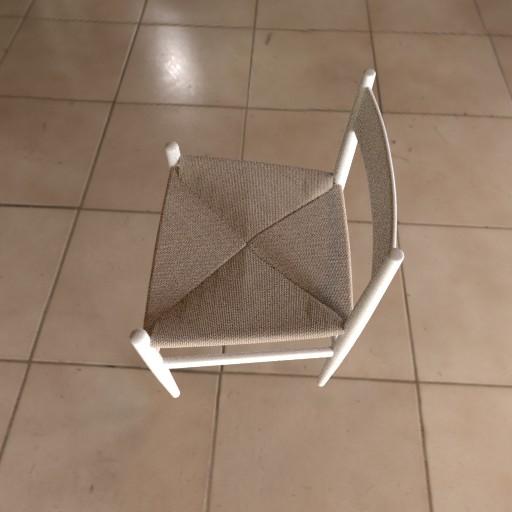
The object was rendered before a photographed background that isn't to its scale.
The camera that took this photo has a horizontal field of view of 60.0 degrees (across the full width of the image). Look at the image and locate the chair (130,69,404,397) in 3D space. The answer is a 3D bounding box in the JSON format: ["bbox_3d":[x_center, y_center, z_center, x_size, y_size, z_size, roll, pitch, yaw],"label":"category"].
[{"bbox_3d":[0.000,0.000,1.113,0.495,0.762,0.556,2,60,1],"label":"chair"}]
